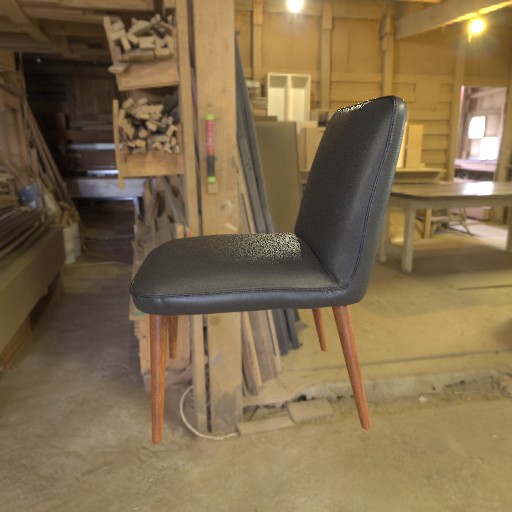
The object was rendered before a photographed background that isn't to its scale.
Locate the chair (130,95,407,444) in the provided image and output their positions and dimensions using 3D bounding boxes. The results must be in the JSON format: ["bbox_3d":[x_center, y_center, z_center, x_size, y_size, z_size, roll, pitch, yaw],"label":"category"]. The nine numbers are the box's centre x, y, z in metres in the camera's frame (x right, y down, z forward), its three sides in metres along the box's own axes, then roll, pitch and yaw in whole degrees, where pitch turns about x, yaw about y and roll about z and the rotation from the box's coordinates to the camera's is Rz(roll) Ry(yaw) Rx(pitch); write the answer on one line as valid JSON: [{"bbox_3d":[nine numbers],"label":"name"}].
[{"bbox_3d":[0.000,0.000,1.218,0.645,0.801,0.543,-2,14,-10],"label":"chair"}]
